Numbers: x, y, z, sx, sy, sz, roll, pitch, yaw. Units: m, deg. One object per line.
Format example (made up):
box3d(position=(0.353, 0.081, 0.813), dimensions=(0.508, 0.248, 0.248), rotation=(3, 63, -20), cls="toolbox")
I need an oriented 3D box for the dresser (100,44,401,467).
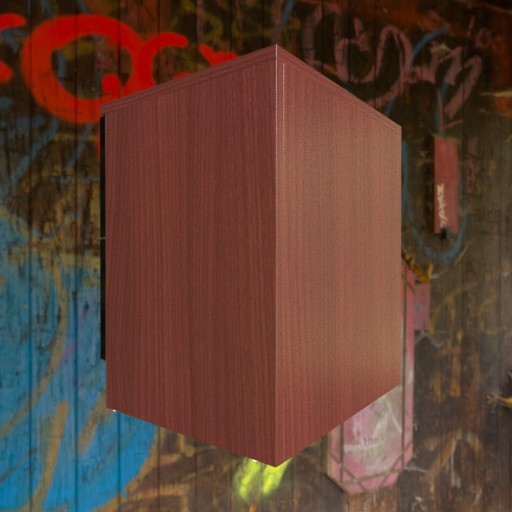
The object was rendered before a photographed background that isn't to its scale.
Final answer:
box3d(position=(0.000, 0.000, 0.757), dimensions=(0.360, 0.470, 0.400), rotation=(0, 0, 37), cls="dresser")
